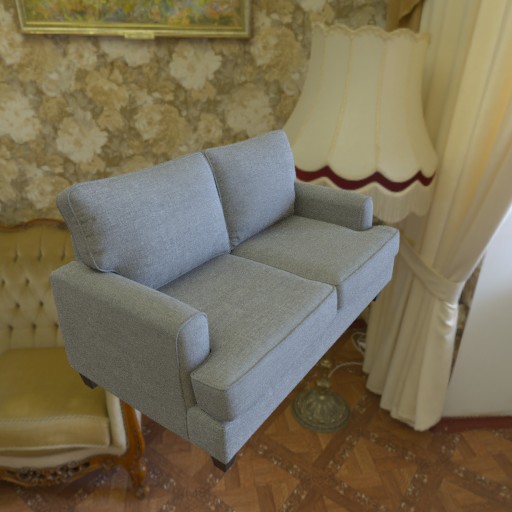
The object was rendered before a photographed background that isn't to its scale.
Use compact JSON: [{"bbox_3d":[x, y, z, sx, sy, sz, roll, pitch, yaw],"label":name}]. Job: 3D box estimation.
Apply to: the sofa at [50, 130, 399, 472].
[{"bbox_3d":[0.000,0.000,2.199,0.965,0.965,1.651,17,31,31],"label":"sofa"}]
